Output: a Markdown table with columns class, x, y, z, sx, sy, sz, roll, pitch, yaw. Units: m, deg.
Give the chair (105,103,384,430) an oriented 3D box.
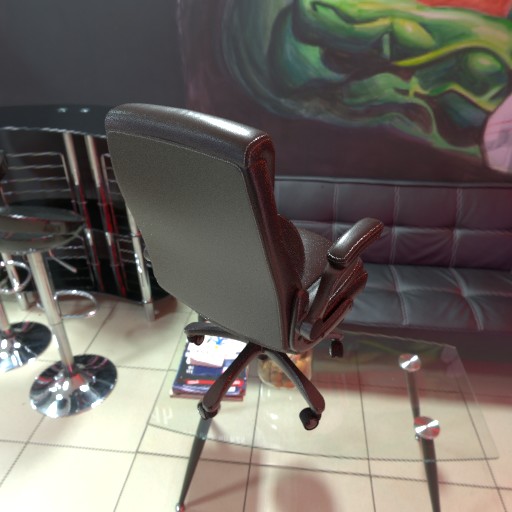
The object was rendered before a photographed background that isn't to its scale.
| class | x | y | z | sx | sy | sz | roll | pitch | yaw |
| --- | --- | --- | --- | --- | --- | --- | --- | --- | --- |
| chair | 0.000 | 0.000 | 1.590 | 0.782 | 1.110 | 0.724 | 22 | 37 | 33 |
